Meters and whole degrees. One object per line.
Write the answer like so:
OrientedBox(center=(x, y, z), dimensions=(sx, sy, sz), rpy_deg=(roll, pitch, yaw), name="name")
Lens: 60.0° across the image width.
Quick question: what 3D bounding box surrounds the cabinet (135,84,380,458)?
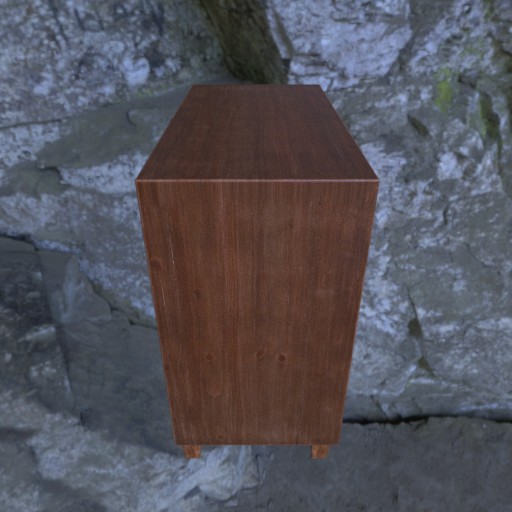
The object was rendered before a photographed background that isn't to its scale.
OrientedBox(center=(0.000, 0.000, 1.270), dimensions=(0.412, 0.785, 0.796), rpy_deg=(0, 32, 0), name="cabinet")
